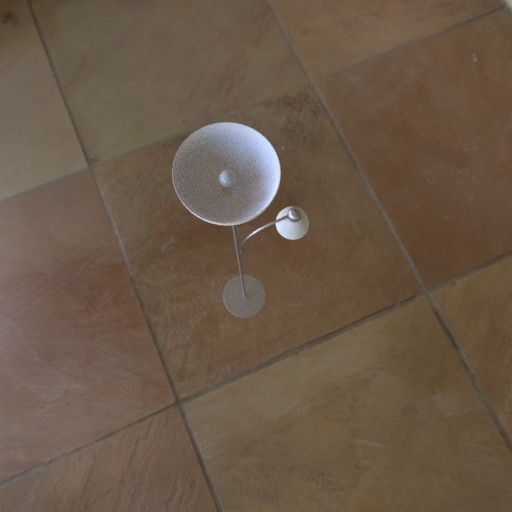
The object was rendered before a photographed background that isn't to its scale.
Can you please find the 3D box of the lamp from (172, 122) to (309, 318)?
[{"bbox_3d":[0.000,0.000,1.962,0.425,1.804,0.279,-20,76,-5],"label":"lamp"}]
